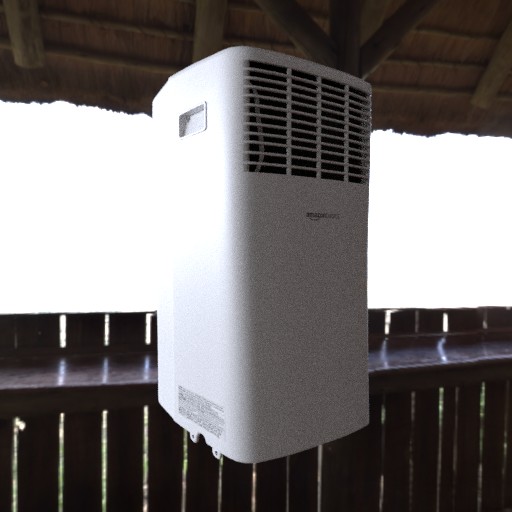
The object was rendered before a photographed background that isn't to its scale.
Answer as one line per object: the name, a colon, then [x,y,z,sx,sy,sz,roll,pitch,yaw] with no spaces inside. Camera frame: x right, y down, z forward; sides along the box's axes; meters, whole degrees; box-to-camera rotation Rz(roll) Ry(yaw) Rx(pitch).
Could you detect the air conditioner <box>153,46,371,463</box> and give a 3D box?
air conditioner: [0.000,0.000,0.805,0.304,0.606,0.349,-1,2,-35]
